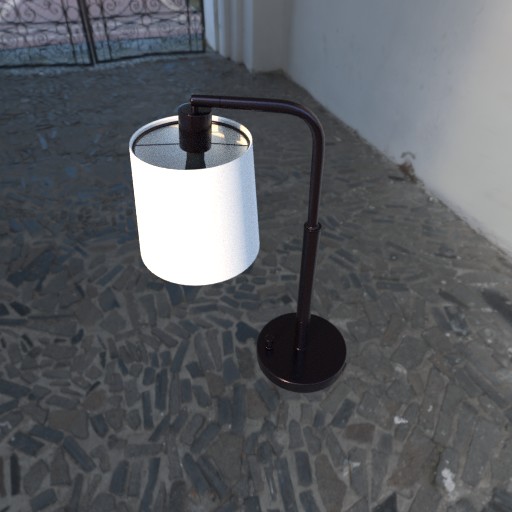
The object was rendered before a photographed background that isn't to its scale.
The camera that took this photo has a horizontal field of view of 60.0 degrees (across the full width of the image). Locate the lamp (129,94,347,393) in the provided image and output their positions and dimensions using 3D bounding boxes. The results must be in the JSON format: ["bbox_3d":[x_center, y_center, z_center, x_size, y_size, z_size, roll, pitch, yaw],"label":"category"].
[{"bbox_3d":[0.000,0.000,0.664,0.333,0.489,0.171,-1,41,-1],"label":"lamp"}]
